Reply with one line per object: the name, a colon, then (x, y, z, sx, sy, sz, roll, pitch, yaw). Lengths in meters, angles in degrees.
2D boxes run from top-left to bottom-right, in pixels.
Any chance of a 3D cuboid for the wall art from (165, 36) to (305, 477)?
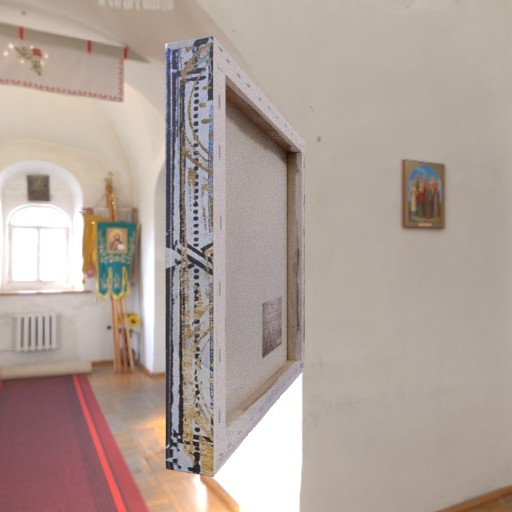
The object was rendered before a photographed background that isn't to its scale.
wall art: (0.000, 0.000, 0.455, 0.038, 0.306, 0.302, 0, 0, 18)
